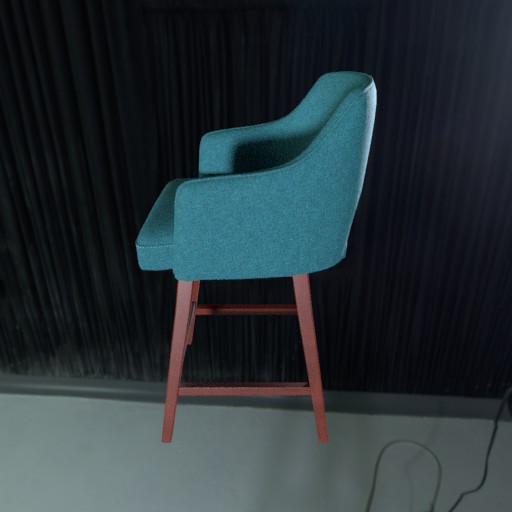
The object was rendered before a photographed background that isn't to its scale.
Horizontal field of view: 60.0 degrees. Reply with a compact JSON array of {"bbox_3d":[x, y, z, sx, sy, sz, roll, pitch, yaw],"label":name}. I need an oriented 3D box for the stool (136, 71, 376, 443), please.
[{"bbox_3d":[0.000,0.000,1.262,0.556,0.961,0.548,0,27,0],"label":"stool"}]
